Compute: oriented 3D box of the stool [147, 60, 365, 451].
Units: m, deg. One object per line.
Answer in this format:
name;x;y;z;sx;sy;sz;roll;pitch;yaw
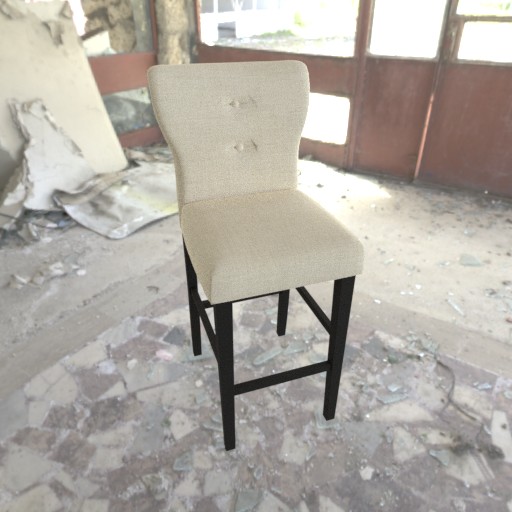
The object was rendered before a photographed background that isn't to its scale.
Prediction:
stool;0.000;0.000;1.467;0.516;1.124;0.603;-10;32;-16
